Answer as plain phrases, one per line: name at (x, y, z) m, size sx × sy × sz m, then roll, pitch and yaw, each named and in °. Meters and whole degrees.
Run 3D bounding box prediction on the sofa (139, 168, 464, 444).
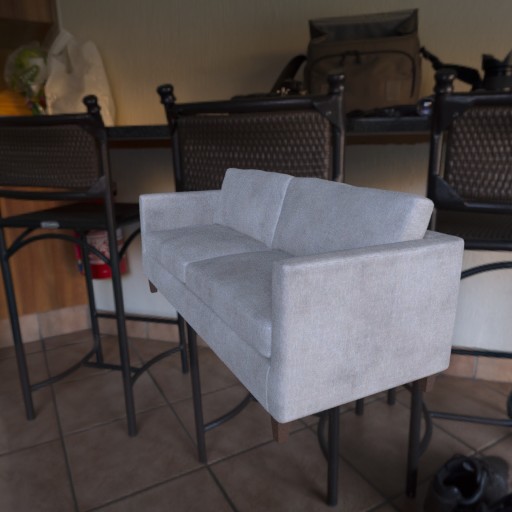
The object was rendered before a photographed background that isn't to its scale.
sofa at (0.000, 0.000, 2.718) m, size 0.951 × 0.965 × 2.208 m, roll -8°, pitch 17°, yaw -26°
